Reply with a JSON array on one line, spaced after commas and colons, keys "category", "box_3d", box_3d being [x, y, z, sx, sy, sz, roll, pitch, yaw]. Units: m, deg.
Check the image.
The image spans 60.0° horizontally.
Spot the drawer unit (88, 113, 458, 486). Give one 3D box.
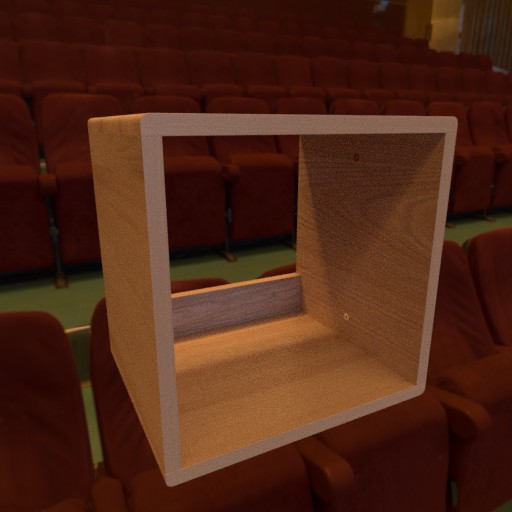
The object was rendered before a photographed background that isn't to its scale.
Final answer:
[{"category": "drawer unit", "box_3d": [0.000, 0.000, 0.576, 0.344, 0.344, 0.290, -8, 18, -26]}]
